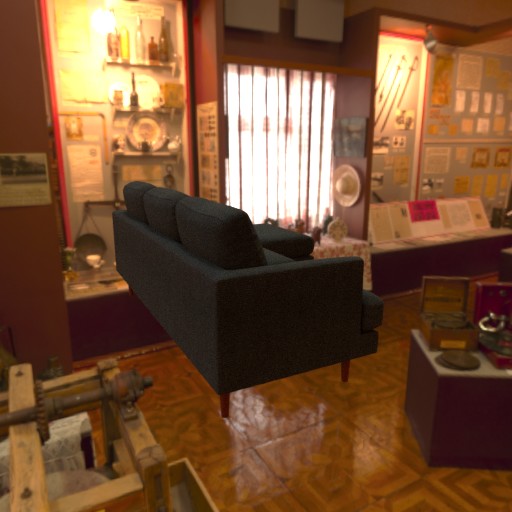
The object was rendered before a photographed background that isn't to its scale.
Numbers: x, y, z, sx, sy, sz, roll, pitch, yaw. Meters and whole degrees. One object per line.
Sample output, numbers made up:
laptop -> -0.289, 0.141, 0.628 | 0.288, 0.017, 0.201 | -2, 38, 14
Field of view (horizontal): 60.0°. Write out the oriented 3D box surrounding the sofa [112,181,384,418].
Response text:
sofa -> 0.000, 0.000, 3.056 | 1.504, 0.956, 2.233 | -7, 15, -27
